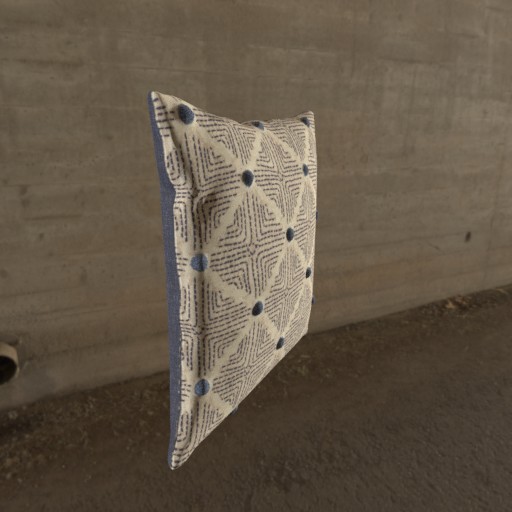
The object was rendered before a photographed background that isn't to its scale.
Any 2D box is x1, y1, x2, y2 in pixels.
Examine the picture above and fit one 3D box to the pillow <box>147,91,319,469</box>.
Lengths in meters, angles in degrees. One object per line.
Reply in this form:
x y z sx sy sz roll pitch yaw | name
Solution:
0.000 0.000 0.780 0.145 0.510 0.510 8 17 27 | pillow
